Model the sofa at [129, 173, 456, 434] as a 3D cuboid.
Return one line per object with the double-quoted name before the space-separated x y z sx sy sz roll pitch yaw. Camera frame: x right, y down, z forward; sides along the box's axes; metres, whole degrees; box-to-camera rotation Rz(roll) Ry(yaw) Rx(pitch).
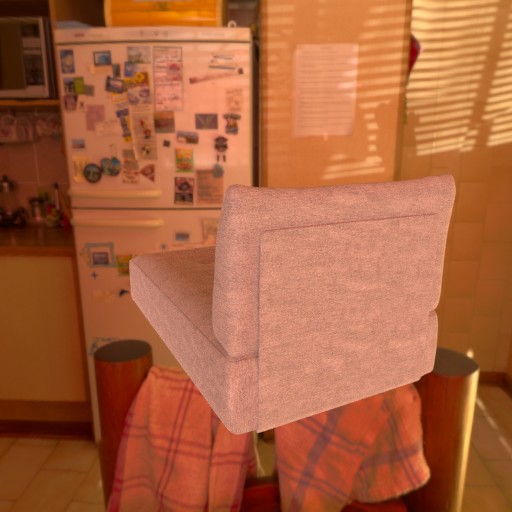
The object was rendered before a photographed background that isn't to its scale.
"sofa" 0.000 0.000 2.098 0.930 0.820 1.450 -7 16 -26
